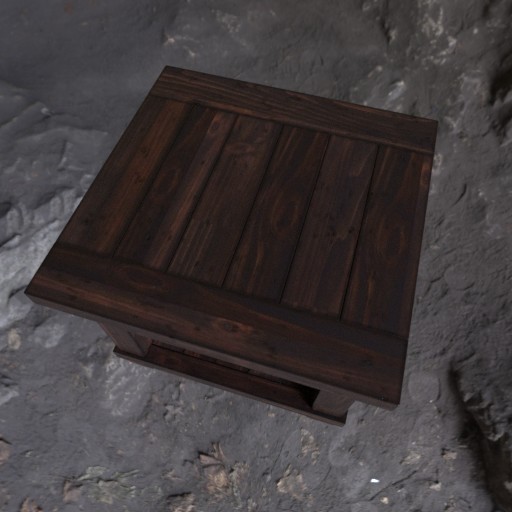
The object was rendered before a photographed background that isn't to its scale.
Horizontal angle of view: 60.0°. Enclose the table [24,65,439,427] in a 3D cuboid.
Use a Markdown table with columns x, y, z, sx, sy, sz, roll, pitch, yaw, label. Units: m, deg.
| x | y | z | sx | sy | sz | roll | pitch | yaw | label |
| --- | --- | --- | --- | --- | --- | --- | --- | --- | --- |
| 0.000 | 0.000 | 1.001 | 0.606 | 0.437 | 0.593 | 15 | 61 | 8 | table |
